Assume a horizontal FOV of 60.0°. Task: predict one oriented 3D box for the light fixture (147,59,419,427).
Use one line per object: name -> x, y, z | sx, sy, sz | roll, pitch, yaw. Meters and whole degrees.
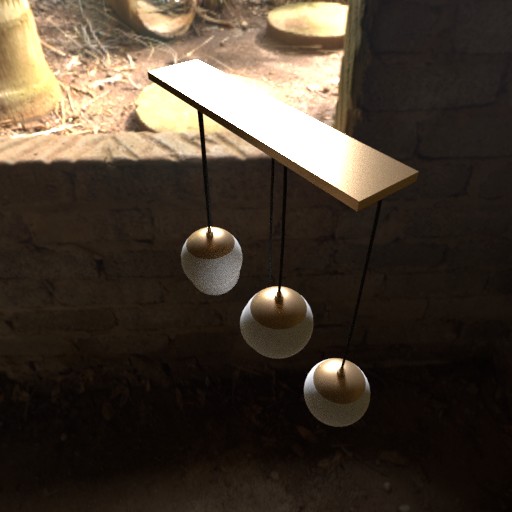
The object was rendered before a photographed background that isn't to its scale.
light fixture -> 0.000, 0.000, 1.283 | 0.299, 0.869, 0.863 | -27, 48, -27
